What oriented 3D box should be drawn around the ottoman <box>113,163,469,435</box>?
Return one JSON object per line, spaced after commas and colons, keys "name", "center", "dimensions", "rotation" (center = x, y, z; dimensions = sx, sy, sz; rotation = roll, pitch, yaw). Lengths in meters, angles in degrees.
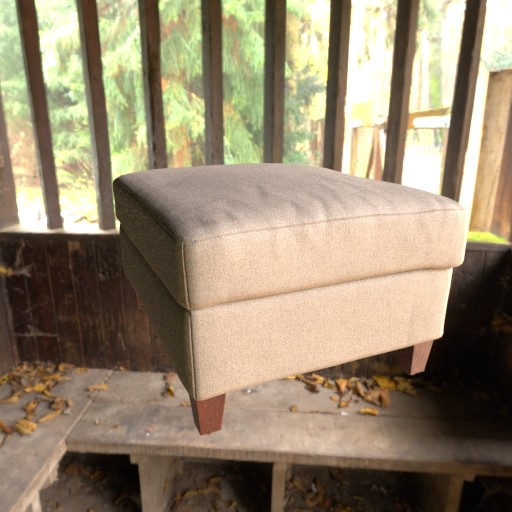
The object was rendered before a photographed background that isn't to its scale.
{"name": "ottoman", "center": [0.000, 0.000, 1.305], "dimensions": [0.692, 0.511, 0.902], "rotation": [-7, 18, -23]}
